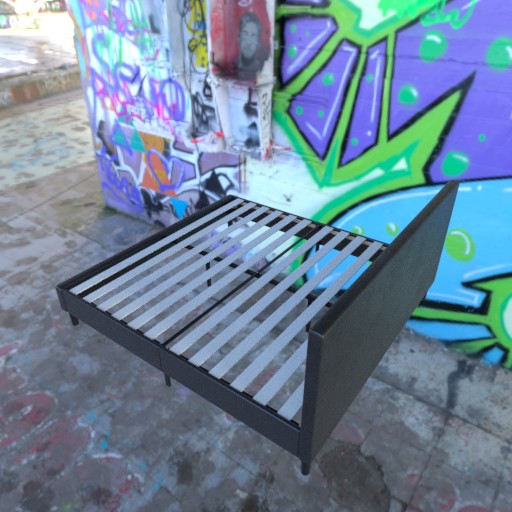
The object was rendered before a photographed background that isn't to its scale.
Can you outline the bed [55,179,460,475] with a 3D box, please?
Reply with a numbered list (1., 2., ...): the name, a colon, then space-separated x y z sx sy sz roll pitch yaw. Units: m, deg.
1. bed: 0.000 0.000 3.293 2.152 1.046 2.018 21 38 30
